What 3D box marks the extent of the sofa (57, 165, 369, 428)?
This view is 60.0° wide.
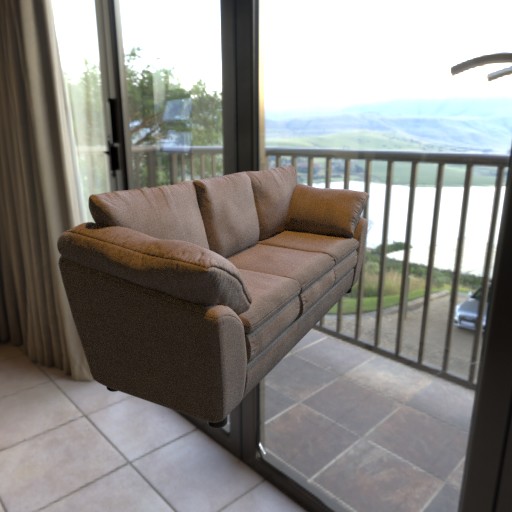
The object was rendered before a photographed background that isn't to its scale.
[{"bbox_3d":[0.000,0.000,2.809,0.878,0.996,2.334,8,17,27],"label":"sofa"}]
